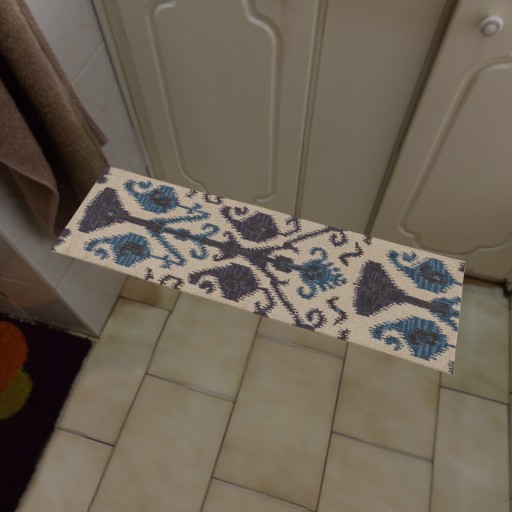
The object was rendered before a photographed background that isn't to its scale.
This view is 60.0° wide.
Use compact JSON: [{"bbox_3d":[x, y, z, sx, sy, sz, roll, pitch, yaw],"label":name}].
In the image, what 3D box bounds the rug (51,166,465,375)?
[{"bbox_3d":[0.000,0.000,2.560,2.301,0.017,0.692,16,60,9],"label":"rug"}]
